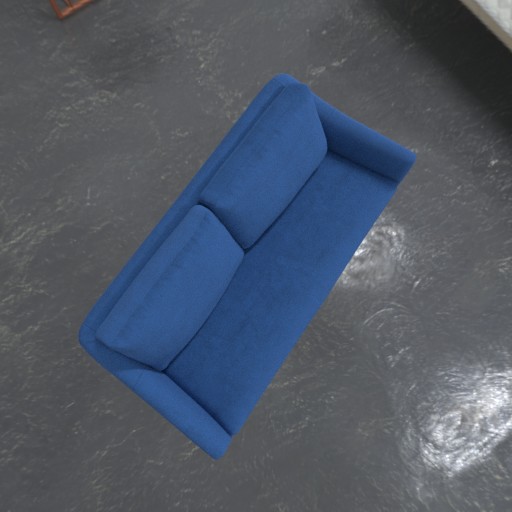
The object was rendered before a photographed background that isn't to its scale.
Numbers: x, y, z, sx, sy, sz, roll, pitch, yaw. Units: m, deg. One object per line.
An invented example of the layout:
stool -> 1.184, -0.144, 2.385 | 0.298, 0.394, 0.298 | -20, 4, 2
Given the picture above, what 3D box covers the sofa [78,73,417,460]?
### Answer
sofa -> 0.000, 0.000, 2.619 | 0.960, 0.903, 2.036 | 34, 79, 8
